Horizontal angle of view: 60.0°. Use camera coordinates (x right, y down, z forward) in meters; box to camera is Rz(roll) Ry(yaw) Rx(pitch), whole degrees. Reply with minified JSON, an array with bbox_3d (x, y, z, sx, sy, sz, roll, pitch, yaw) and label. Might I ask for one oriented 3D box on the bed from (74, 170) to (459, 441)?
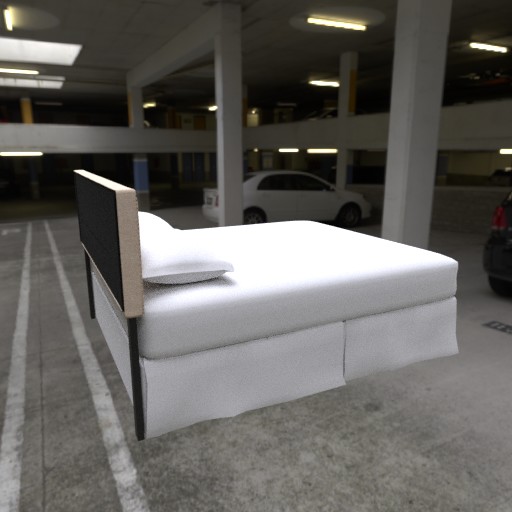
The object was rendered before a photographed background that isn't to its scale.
[{"bbox_3d":[0.000,0.000,2.740,1.876,1.016,1.616,-7,15,-26],"label":"bed"}]
